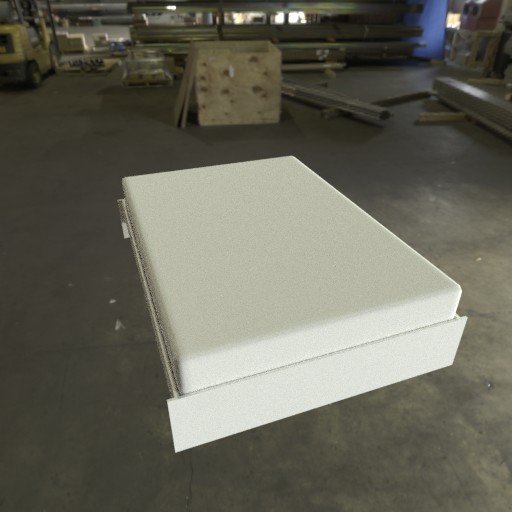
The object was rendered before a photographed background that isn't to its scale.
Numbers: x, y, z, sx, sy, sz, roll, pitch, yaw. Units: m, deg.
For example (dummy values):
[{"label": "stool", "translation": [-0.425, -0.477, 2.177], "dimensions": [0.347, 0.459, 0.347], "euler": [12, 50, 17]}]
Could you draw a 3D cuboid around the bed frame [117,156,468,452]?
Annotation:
[{"label": "bed frame", "translation": [0.000, 0.000, 2.722], "dimensions": [1.445, 0.497, 1.945], "euler": [-11, 34, -17]}]
